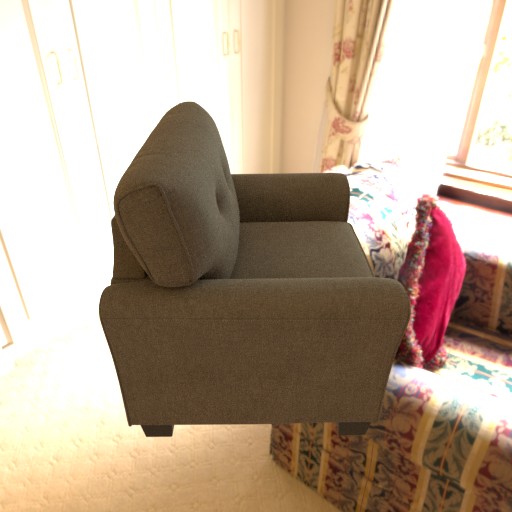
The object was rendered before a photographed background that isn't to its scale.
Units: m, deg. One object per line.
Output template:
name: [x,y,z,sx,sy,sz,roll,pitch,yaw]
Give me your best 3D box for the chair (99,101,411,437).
chair: [0.000,0.000,1.561,0.816,0.890,0.941,0,31,-1]
